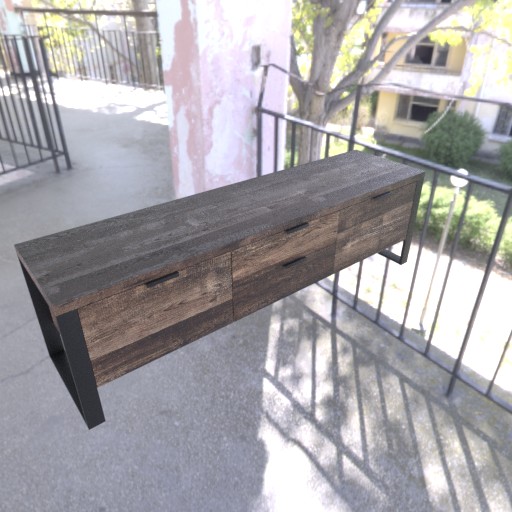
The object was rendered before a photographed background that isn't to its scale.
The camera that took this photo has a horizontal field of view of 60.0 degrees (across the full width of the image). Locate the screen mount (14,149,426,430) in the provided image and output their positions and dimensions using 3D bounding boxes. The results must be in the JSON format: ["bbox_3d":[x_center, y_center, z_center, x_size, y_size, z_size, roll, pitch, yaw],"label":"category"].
[{"bbox_3d":[0.000,0.000,1.706,1.524,0.450,0.395,-22,37,-32],"label":"screen mount"}]
